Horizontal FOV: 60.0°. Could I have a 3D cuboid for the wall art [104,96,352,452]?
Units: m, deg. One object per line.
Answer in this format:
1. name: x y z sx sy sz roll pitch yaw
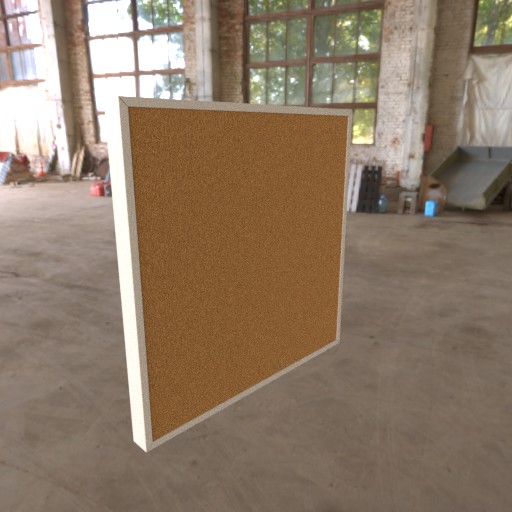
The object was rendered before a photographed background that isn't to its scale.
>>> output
1. wall art: 0.000 0.000 0.786 0.037 0.508 0.508 15 22 43
